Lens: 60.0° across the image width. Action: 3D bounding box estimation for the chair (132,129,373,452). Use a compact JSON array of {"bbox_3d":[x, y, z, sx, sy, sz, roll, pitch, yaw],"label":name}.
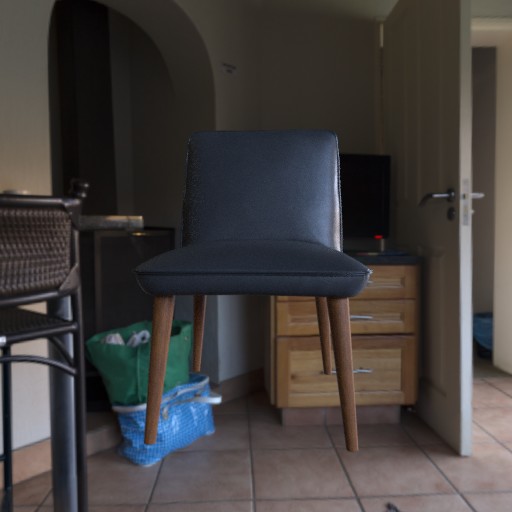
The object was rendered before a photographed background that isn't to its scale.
[{"bbox_3d":[0.000,0.000,1.201,0.543,0.801,0.645,0,3,-1],"label":"chair"}]
